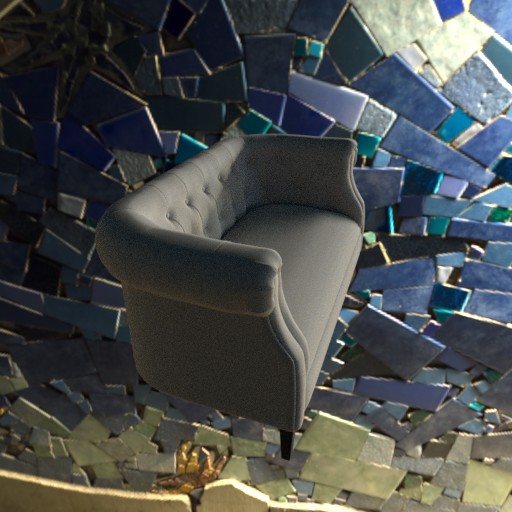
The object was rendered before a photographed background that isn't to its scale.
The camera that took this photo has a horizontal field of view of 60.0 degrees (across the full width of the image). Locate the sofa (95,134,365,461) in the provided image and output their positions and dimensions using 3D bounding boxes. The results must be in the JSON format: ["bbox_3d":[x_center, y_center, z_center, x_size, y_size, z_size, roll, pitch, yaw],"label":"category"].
[{"bbox_3d":[0.000,0.000,2.070,0.835,0.827,1.558,10,30,18],"label":"sofa"}]
